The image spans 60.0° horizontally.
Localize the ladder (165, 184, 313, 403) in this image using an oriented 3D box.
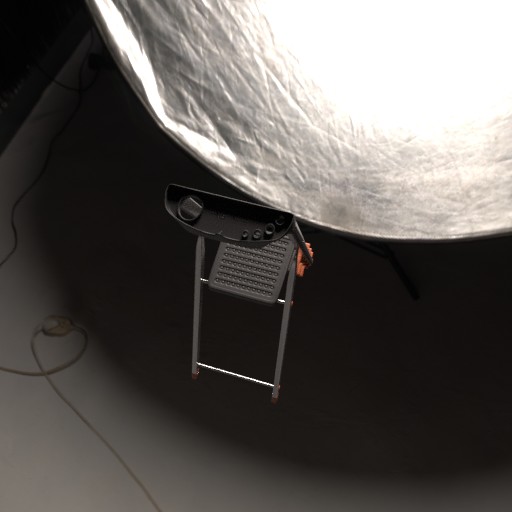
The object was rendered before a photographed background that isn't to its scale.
[{"bbox_3d":[0.000,0.000,1.786,0.452,1.429,0.834,14,64,7],"label":"ladder"}]
